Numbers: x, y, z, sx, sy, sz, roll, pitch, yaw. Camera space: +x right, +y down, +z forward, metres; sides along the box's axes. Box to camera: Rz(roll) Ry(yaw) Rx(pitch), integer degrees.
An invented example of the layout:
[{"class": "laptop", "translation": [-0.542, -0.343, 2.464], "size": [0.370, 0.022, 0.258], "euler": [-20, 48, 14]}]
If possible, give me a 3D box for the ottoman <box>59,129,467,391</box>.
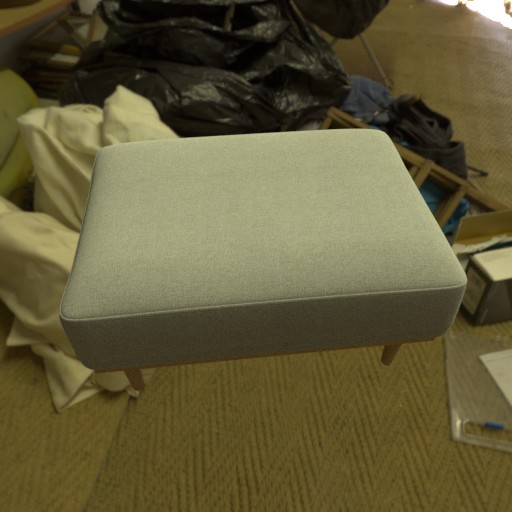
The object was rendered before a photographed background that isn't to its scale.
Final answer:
[{"class": "ottoman", "translation": [0.000, 0.000, 1.059], "size": [0.749, 0.428, 0.549], "euler": [-5, 47, -4]}]
